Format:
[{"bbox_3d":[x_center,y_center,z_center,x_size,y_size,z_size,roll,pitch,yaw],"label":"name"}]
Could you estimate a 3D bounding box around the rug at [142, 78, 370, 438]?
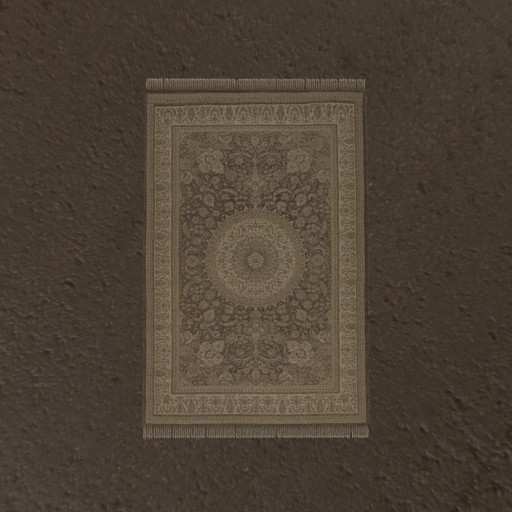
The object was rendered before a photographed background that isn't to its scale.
[{"bbox_3d":[0.000,0.000,3.013,1.528,0.010,2.440,0,88,0],"label":"rug"}]
